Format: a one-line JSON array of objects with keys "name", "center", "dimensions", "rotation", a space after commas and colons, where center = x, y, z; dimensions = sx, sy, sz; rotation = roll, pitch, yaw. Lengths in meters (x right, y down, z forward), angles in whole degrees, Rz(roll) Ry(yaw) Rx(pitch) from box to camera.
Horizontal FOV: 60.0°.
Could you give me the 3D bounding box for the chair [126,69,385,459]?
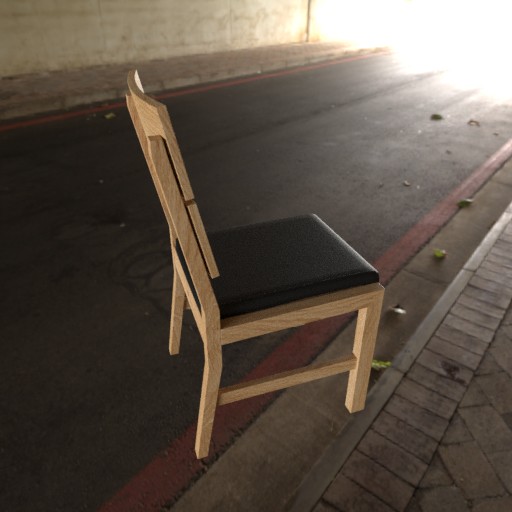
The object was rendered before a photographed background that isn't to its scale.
[{"name": "chair", "center": [0.000, 0.000, 1.260], "dimensions": [0.569, 0.950, 0.475], "rotation": [-10, 32, -16]}]
